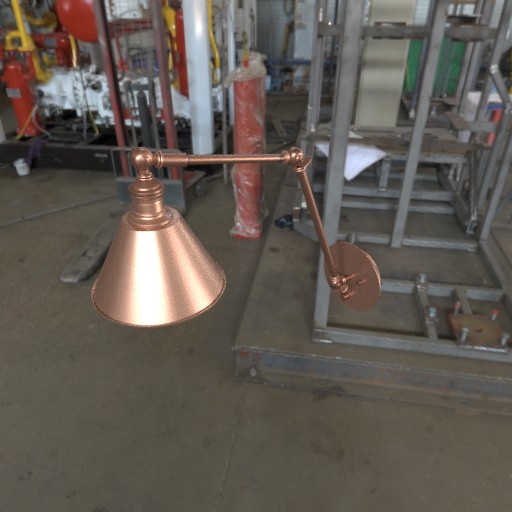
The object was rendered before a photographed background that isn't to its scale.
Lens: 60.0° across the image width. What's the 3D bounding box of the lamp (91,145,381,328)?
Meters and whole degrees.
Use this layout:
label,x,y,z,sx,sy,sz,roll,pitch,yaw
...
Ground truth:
label,x,y,z,sx,sy,sz,roll,pitch,yaw
lamp,0.000,0.000,0.861,0.624,0.502,0.223,-21,37,-30
